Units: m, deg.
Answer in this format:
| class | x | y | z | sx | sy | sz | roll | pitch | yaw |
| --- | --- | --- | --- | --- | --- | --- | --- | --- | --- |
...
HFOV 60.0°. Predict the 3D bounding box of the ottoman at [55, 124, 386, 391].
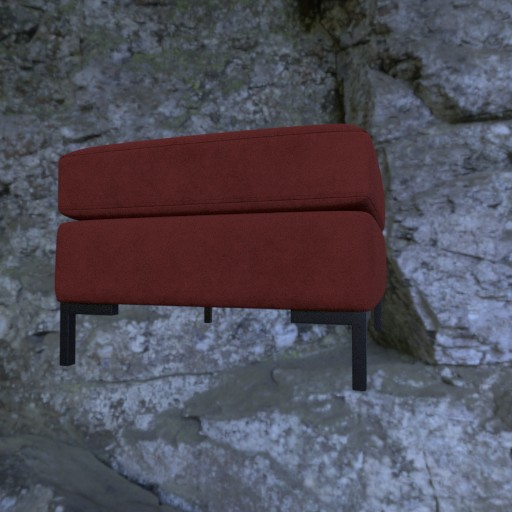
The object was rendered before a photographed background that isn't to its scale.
| class | x | y | z | sx | sy | sz | roll | pitch | yaw |
| --- | --- | --- | --- | --- | --- | --- | --- | --- | --- |
| ottoman | 0.000 | 0.000 | 1.169 | 0.650 | 0.462 | 0.782 | 0 | -1 | 18 |
